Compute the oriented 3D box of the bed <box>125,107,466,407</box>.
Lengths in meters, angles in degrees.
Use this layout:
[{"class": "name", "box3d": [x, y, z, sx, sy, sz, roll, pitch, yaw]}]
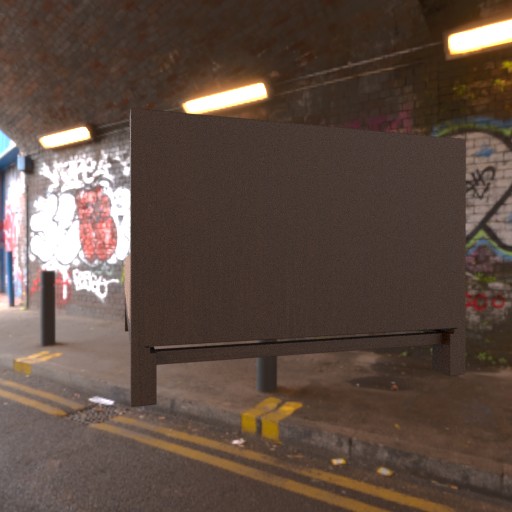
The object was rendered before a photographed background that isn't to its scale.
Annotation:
[{"class": "bed", "box3d": [0.000, 0.000, 3.067, 1.735, 1.261, 1.992, 0, 0, -17]}]
